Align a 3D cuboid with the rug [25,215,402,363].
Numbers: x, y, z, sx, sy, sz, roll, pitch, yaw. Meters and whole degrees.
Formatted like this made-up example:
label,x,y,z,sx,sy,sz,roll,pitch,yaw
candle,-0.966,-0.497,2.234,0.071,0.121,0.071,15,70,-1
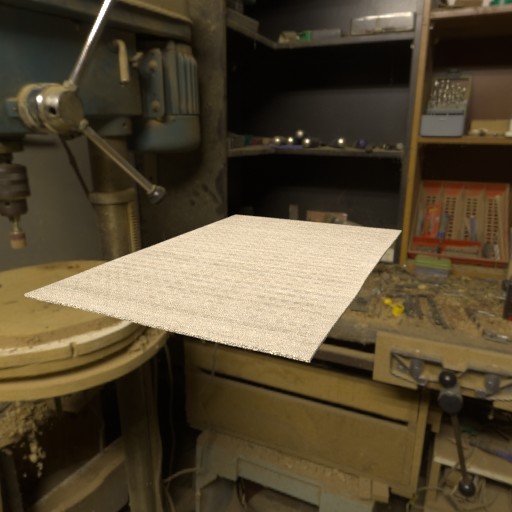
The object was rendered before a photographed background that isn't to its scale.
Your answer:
label,x,y,z,sx,sy,sz,roll,pitch,yaw
rug,0.000,0.000,2.926,1.532,0.018,2.297,8,18,24
